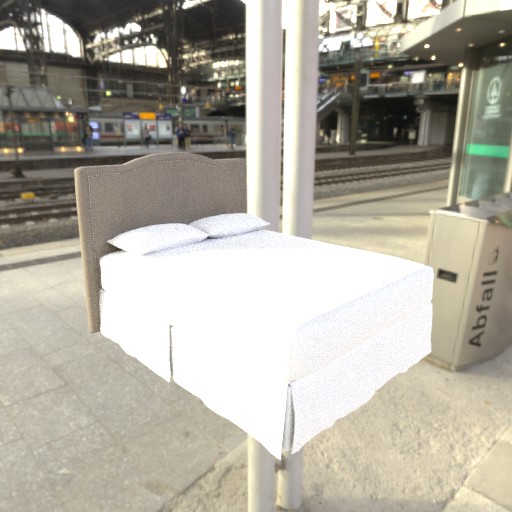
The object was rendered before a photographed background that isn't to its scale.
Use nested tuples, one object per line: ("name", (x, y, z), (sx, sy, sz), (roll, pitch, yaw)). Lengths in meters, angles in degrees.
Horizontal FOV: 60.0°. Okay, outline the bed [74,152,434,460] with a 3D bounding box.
("bed", (0.000, 0.000, 3.287), (1.744, 1.441, 2.128), (-15, 21, -43))
